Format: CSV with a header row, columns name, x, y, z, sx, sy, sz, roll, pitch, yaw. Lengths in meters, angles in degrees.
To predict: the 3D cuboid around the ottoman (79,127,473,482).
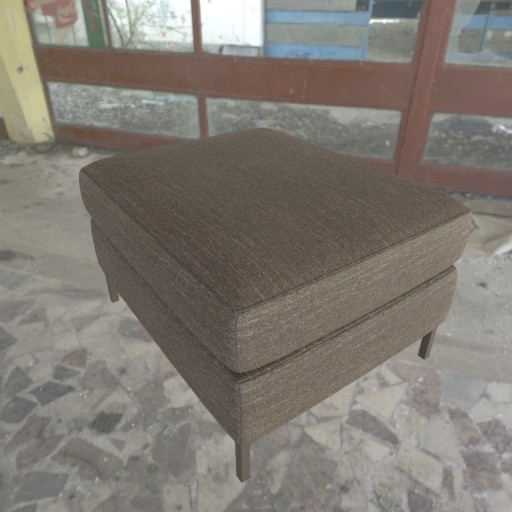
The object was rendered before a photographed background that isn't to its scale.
name,x,y,z,sx,sy,sz,roll,pitch,yaw
ottoman,0.000,0.000,1.196,0.671,0.490,0.820,-21,37,-30
